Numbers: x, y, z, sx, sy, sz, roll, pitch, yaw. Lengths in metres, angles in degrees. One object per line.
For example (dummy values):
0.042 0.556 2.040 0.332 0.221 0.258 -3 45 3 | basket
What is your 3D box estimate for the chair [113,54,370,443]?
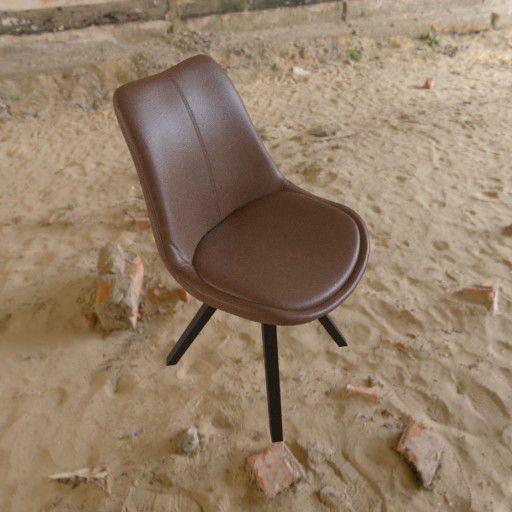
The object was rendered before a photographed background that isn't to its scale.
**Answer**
0.000 0.000 1.157 0.550 0.850 0.475 25 48 26 | chair
